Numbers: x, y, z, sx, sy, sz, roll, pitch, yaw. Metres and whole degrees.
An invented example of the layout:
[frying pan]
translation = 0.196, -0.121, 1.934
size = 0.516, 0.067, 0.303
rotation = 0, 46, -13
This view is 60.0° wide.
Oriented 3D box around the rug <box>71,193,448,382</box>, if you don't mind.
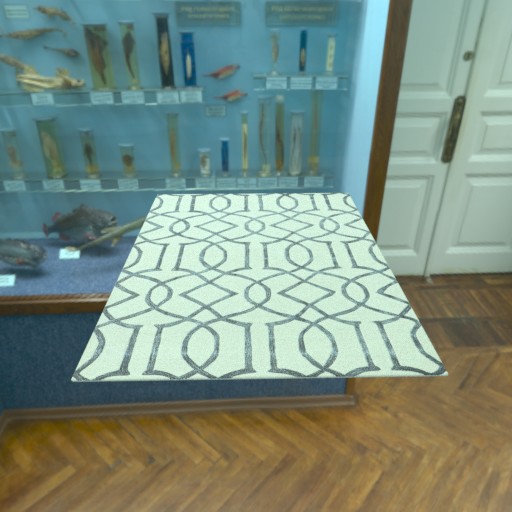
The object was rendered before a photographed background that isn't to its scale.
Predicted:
[rug]
translation = 0.000, 0.000, 3.853
size = 2.211, 0.021, 2.910
rotation = -1, 29, -1
